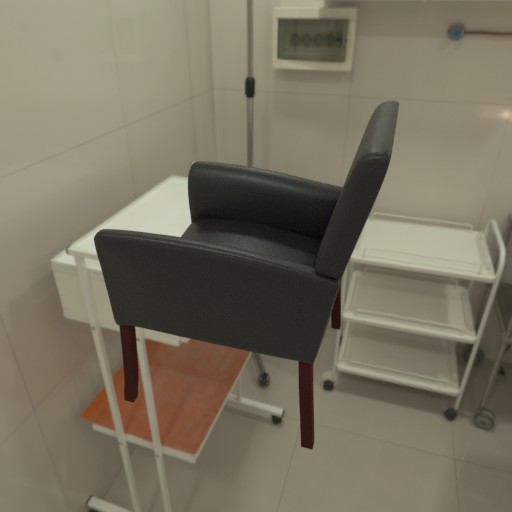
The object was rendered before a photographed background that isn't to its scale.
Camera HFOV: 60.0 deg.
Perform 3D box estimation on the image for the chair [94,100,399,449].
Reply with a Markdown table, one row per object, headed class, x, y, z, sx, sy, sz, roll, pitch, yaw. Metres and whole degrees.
| class | x | y | z | sx | sy | sz | roll | pitch | yaw |
| --- | --- | --- | --- | --- | --- | --- | --- | --- | --- |
| chair | 0.000 | 0.000 | 1.495 | 0.772 | 0.951 | 0.683 | 9 | 31 | 15 |
